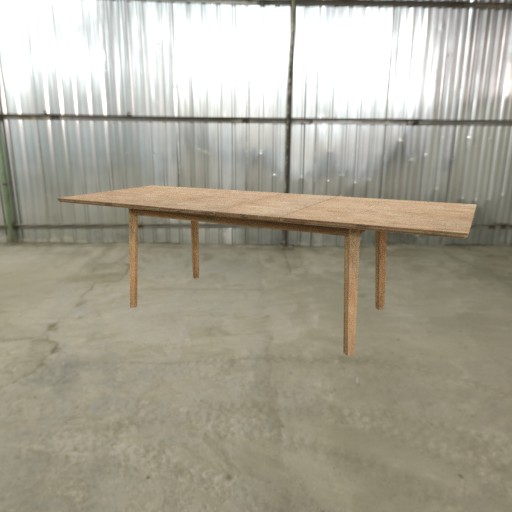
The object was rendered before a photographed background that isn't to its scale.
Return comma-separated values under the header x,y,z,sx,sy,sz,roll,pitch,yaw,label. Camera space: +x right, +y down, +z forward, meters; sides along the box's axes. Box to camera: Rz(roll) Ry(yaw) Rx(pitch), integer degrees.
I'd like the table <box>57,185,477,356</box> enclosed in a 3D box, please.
x,y,z,sx,sy,sz,roll,pitch,yaw,label
0.000,0.000,3.032,2.603,0.752,1.000,8,17,27,table
